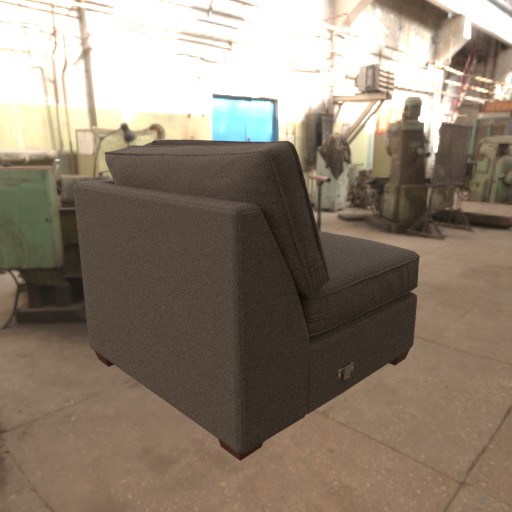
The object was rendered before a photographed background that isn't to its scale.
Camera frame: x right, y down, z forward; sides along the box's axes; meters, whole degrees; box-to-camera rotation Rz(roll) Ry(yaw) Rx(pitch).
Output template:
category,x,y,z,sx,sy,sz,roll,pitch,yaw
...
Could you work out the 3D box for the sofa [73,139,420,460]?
category,x,y,z,sx,sy,sz,roll,pitch,yaw
sofa,0.000,0.000,1.970,1.146,1.002,1.084,-14,20,-42
